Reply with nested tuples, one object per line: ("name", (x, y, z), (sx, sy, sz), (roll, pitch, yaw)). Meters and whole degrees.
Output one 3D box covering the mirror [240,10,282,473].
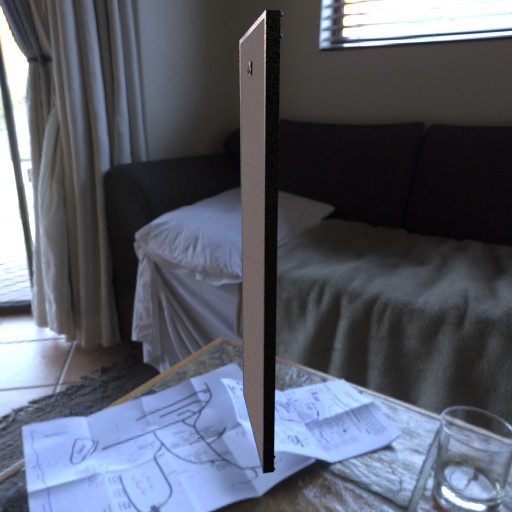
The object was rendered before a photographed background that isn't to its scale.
("mirror", (0.000, 0.000, 1.156), (0.042, 1.080, 0.354), (-3, 17, -10))
